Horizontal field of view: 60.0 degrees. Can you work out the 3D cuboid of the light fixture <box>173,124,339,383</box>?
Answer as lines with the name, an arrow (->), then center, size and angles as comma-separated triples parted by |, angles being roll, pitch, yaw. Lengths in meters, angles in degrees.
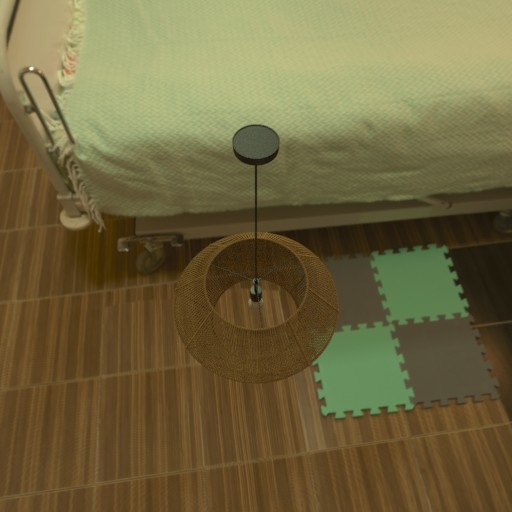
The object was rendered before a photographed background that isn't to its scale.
light fixture -> 0.000, 0.000, 1.428 | 0.643, 1.009, 0.643 | 0, 59, 0
